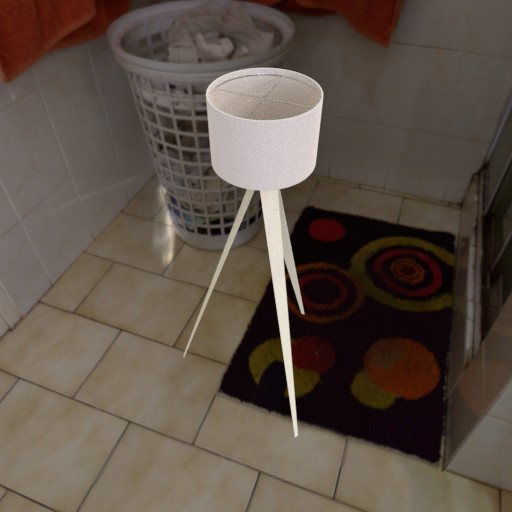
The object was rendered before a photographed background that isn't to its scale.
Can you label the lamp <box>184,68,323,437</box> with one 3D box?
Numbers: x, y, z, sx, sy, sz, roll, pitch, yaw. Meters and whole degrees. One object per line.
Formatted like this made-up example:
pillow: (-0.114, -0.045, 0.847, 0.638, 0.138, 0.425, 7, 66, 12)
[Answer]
lamp: (0.000, 0.000, 1.903, 0.724, 1.524, 0.716, 17, 48, 16)
